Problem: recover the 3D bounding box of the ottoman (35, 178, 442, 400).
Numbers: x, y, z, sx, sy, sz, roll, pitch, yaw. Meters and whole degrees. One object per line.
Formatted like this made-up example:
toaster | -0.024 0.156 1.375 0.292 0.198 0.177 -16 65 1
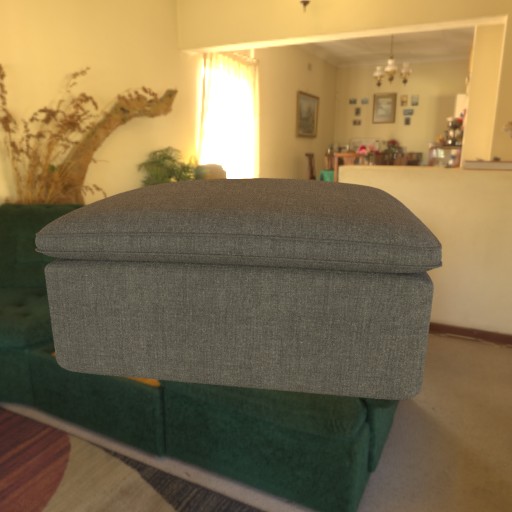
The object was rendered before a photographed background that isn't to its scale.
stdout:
ottoman | 0.000 0.000 1.629 1.067 0.559 1.067 2 14 9
